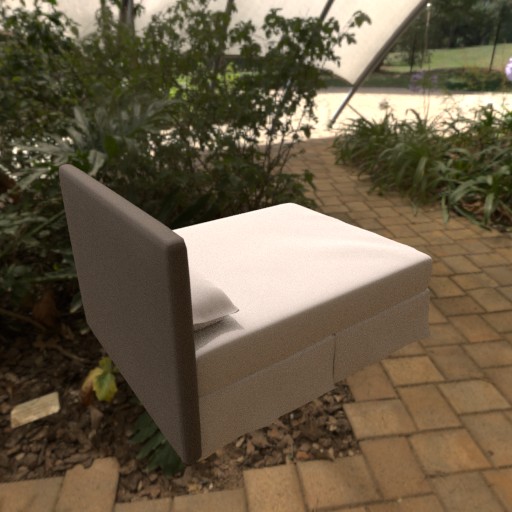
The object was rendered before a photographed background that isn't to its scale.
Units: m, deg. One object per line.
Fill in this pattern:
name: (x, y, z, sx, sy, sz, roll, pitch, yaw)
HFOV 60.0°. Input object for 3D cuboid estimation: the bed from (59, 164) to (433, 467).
bed: (0.000, 0.000, 3.193, 2.142, 1.330, 1.723, -17, 30, -32)
